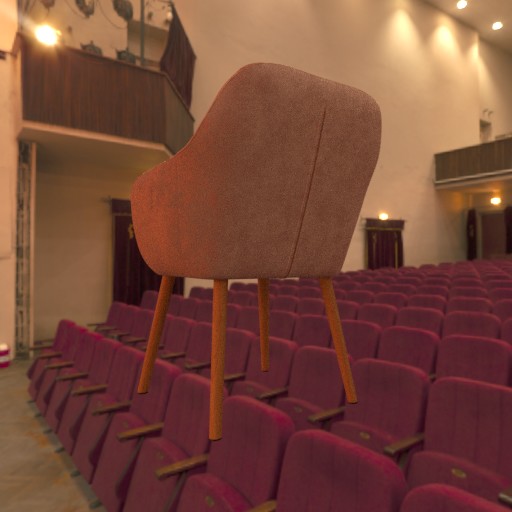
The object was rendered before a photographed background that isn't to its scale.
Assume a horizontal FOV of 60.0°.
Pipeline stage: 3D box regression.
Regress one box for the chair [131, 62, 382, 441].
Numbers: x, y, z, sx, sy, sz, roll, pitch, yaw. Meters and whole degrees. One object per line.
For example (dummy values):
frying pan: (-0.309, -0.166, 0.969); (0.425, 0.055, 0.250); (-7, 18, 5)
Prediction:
chair: (0.000, 0.000, 1.259); (0.610, 0.832, 0.570); (0, -1, -35)
